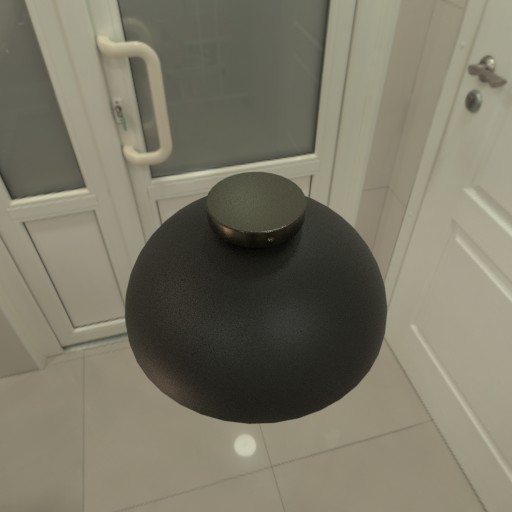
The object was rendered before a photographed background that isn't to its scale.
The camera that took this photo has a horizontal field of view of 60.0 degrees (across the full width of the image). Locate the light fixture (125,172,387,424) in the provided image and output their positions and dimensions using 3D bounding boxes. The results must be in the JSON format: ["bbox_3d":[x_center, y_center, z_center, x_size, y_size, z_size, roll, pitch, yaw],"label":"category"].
[{"bbox_3d":[0.000,0.000,0.559,0.355,0.177,0.355,0,44,0],"label":"light fixture"}]
